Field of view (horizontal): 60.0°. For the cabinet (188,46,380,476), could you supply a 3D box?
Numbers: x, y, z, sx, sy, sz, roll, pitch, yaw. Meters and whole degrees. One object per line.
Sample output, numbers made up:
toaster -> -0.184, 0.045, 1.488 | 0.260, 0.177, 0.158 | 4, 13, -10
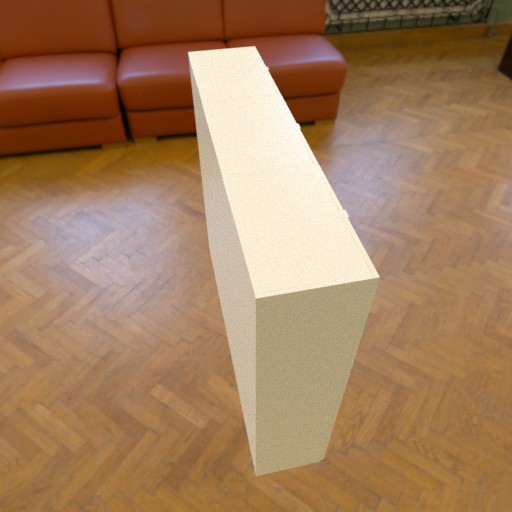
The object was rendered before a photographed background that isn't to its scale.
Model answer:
cabinet -> 0.000, 0.000, 3.747 | 0.590, 2.370, 2.700 | -9, 47, -8
